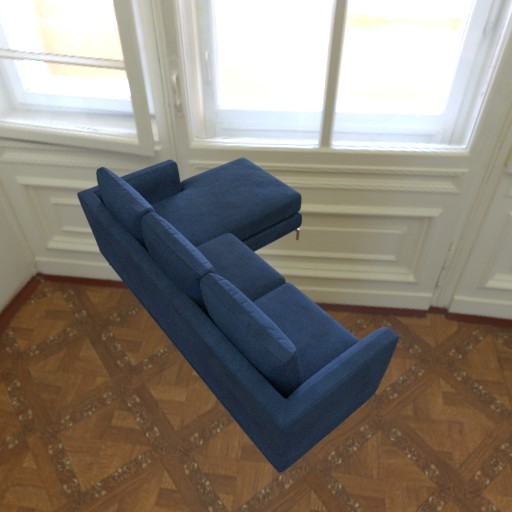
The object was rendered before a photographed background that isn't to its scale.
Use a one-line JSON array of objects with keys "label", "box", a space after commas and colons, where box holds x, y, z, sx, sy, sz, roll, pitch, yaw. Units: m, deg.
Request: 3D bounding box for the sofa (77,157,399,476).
[{"label": "sofa", "box": [0.000, 0.000, 3.255, 1.622, 0.987, 2.438, -28, 49, -28]}]
